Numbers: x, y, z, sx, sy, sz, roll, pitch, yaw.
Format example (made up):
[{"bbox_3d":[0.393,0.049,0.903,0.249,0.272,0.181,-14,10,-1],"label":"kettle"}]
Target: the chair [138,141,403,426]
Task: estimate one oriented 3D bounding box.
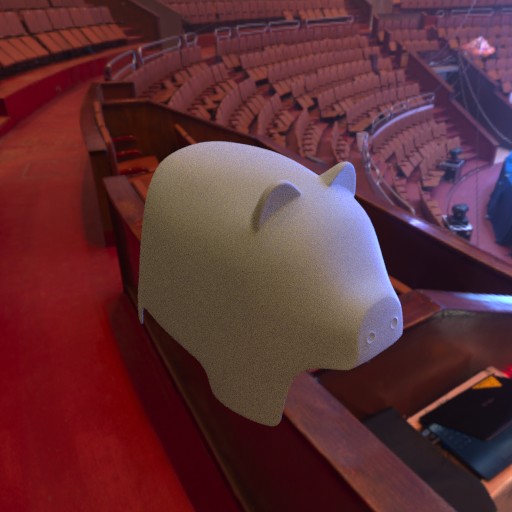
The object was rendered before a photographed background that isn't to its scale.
[{"bbox_3d":[0.000,0.000,0.874,0.364,0.423,0.619,-22,36,-33],"label":"chair"}]
